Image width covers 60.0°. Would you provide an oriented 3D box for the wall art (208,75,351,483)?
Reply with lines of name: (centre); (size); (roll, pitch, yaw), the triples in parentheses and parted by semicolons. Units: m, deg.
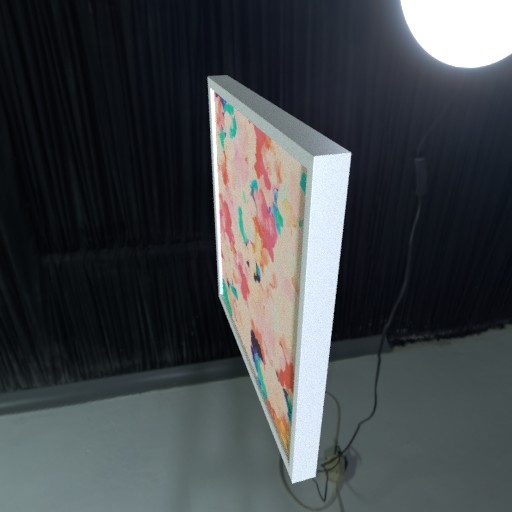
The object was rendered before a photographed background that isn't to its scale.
wall art: (0.000, 0.000, 0.755); (0.038, 0.505, 0.506); (-9, 31, -14)
